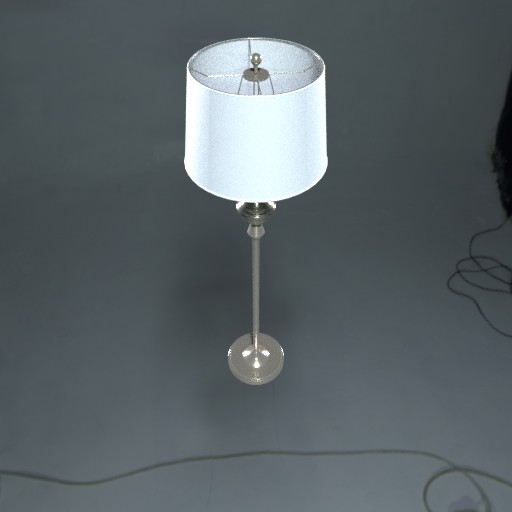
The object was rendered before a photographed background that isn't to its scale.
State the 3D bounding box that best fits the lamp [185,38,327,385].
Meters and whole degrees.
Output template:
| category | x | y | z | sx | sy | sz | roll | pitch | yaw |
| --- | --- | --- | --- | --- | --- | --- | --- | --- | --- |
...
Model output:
| category | x | y | z | sx | sy | sz | roll | pitch | yaw |
| --- | --- | --- | --- | --- | --- | --- | --- | --- | --- |
| lamp | 0.000 | 0.000 | 1.661 | 0.431 | 1.488 | 0.431 | 0 | 46 | 0 |
